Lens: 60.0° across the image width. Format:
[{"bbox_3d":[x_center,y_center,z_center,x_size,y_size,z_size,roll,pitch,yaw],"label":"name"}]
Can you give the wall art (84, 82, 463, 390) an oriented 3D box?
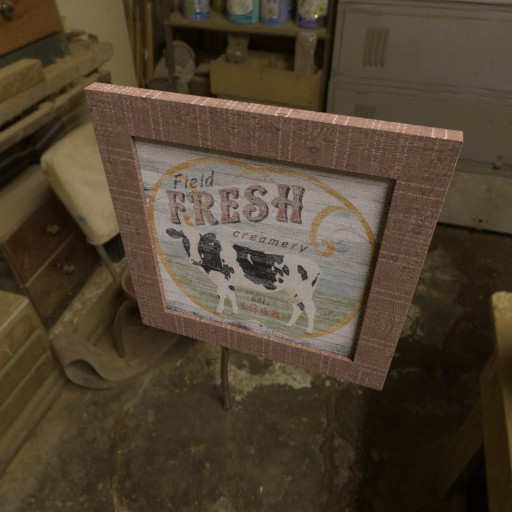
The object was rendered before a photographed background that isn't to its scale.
[{"bbox_3d":[0.000,0.000,0.776,0.531,0.531,0.029,13,42,14],"label":"wall art"}]
